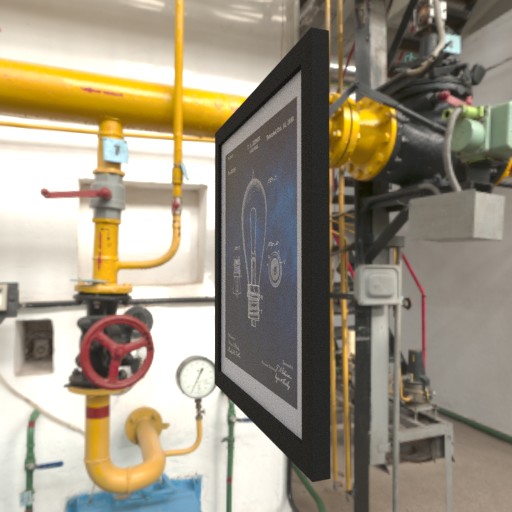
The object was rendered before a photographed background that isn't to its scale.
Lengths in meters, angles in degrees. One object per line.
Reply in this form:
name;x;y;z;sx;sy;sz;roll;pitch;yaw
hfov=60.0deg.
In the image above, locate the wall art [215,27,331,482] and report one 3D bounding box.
wall art;0.000;0.000;0.696;0.023;0.505;0.428;0;-1;-20
